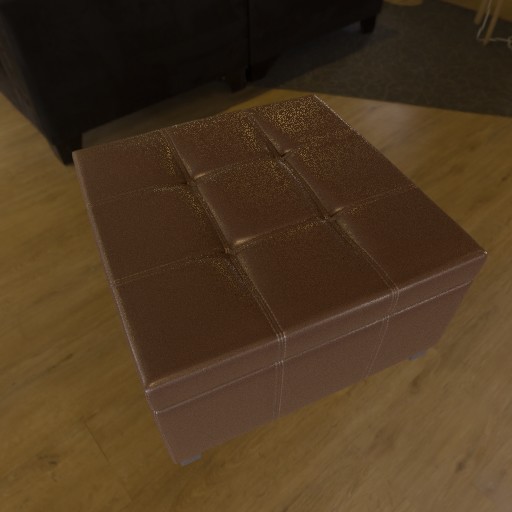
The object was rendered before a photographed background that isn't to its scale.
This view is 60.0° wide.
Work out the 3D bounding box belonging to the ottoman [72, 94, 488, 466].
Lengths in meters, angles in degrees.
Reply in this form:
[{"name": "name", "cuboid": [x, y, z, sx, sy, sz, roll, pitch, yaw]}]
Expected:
[{"name": "ottoman", "cuboid": [0.000, 0.000, 1.254, 0.787, 0.460, 0.788, -19, 51, -16]}]
